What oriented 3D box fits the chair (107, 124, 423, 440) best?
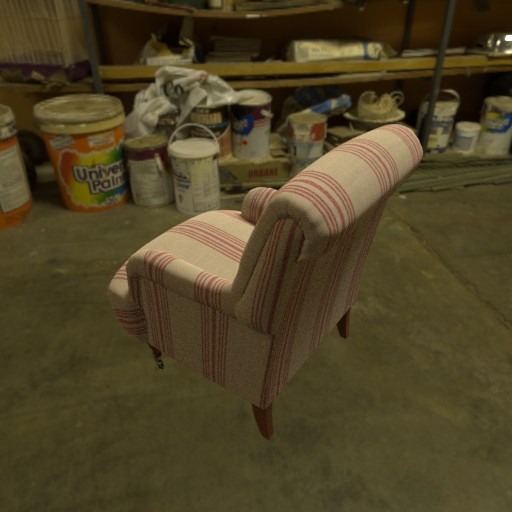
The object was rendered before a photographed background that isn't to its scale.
[{"bbox_3d":[0.000,0.000,1.923,1.058,1.123,0.933,20,37,29],"label":"chair"}]
